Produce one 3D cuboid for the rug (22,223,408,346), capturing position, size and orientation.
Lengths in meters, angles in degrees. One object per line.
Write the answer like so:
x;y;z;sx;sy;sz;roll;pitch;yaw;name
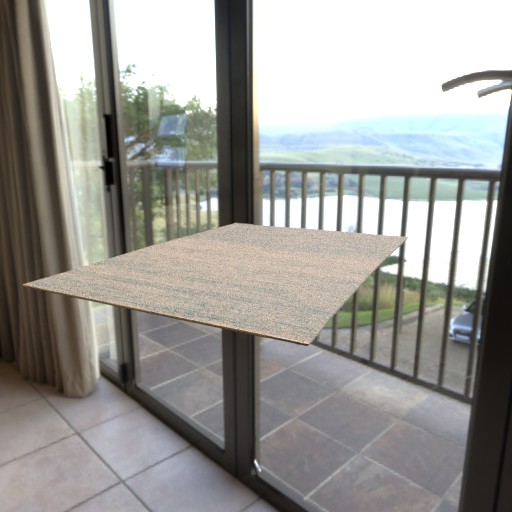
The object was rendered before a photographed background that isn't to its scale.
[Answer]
0.000;0.000;2.974;1.613;0.030;2.306;7;15;26;rug
